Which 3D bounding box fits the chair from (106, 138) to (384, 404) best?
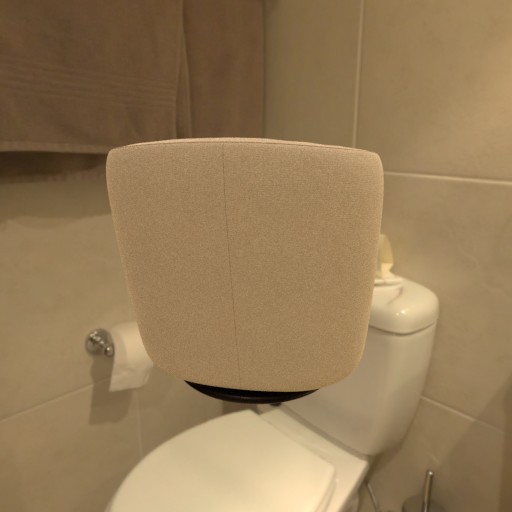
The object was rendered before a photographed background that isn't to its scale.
[{"bbox_3d":[0.000,0.000,1.630,0.822,0.861,0.986,3,16,9],"label":"chair"}]
